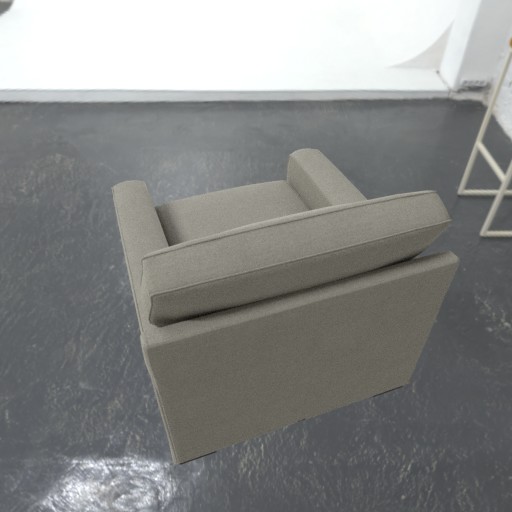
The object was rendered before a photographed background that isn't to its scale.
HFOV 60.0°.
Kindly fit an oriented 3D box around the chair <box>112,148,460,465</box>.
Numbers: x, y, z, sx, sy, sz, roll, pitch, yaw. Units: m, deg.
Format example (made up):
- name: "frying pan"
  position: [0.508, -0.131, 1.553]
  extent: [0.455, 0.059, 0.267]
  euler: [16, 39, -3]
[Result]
- name: "chair"
  position: [0.000, 0.000, 1.795]
  extent: [0.999, 0.934, 1.044]
  euler: [-14, 44, -14]
